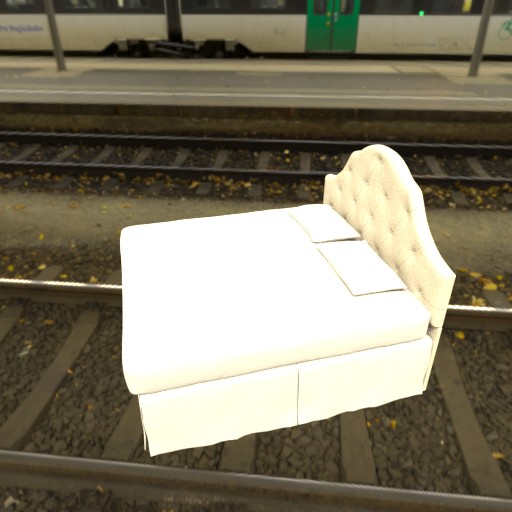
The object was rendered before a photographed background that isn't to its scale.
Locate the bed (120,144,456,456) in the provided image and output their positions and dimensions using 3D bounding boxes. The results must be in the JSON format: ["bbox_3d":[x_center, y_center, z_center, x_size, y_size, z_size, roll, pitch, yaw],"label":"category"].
[{"bbox_3d":[0.000,0.000,3.469,2.086,1.555,2.012,-8,31,-13],"label":"bed"}]
